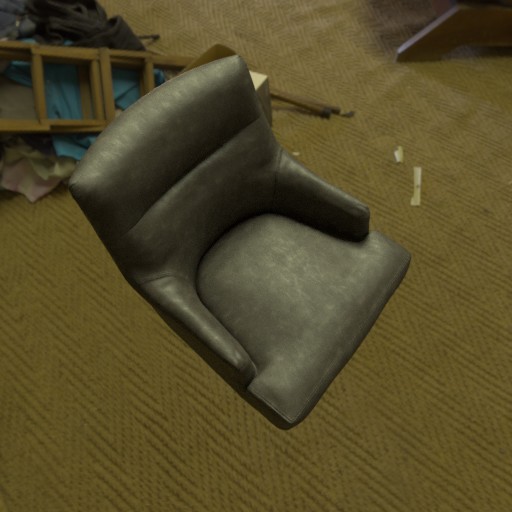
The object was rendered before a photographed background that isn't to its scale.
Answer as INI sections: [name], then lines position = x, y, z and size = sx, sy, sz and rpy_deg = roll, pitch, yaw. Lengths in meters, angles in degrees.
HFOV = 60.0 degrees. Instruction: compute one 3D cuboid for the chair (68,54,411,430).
[chair]
position = 0.000, 0.000, 1.494
size = 0.874, 0.870, 0.738
rpy_deg = 34, 64, 19
